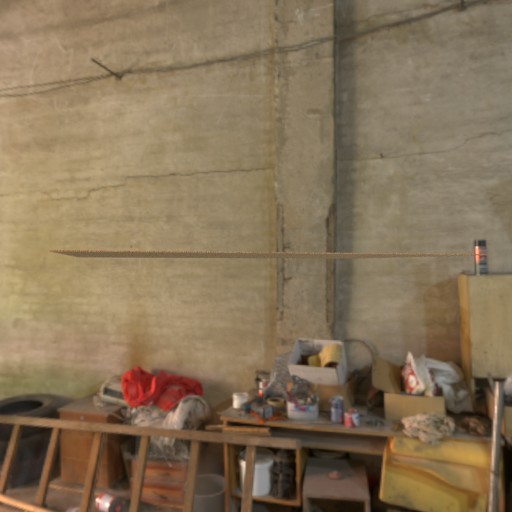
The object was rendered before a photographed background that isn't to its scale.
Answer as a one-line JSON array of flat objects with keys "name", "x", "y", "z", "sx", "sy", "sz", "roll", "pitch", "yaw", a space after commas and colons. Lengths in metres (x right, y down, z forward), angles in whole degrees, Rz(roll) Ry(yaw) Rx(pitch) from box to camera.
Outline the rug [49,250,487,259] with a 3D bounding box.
[{"name": "rug", "x": 0.000, "y": 0.000, "z": 2.905, "sx": 2.285, "sy": 0.006, "sz": 1.524, "roll": 0, "pitch": -1, "yaw": -18}]
